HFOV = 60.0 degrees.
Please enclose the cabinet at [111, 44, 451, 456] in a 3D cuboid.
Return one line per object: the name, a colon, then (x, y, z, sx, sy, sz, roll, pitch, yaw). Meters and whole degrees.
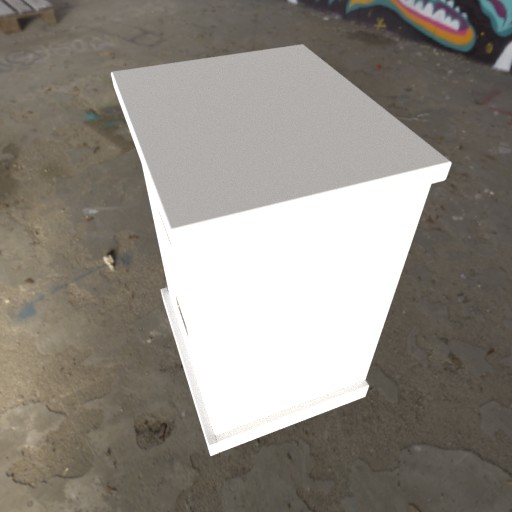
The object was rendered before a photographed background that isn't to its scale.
cabinet: (0.000, 0.000, 1.033, 0.431, 0.723, 0.520, -15, 47, -15)
